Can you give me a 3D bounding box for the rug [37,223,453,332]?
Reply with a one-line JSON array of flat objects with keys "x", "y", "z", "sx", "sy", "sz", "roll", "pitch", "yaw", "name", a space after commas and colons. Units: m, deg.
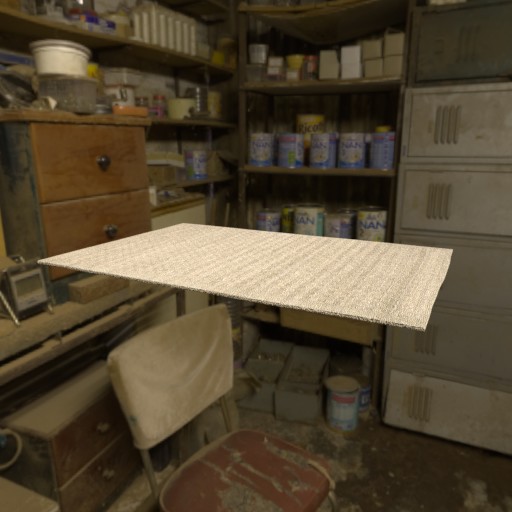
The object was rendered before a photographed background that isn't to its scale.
[{"x": 0.000, "y": 0.000, "z": 2.916, "sx": 2.297, "sy": 0.018, "sz": 1.532, "roll": 7, "pitch": 16, "yaw": 26, "name": "rug"}]
